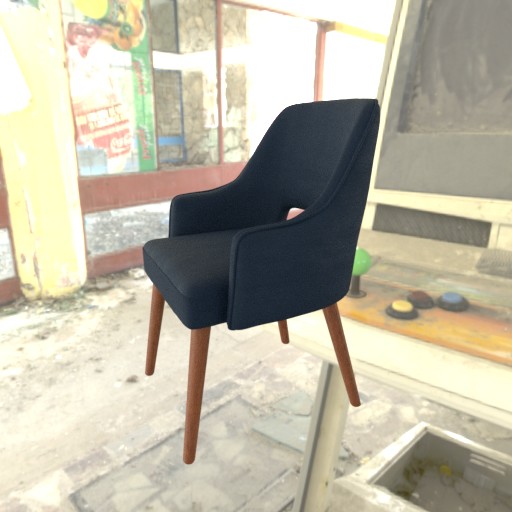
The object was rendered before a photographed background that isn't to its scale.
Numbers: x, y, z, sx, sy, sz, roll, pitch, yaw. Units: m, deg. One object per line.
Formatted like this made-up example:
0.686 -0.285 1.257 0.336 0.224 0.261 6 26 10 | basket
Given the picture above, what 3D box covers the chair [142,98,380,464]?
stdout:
0.000 0.000 1.248 0.591 0.844 0.559 -8 19 -24 | chair
